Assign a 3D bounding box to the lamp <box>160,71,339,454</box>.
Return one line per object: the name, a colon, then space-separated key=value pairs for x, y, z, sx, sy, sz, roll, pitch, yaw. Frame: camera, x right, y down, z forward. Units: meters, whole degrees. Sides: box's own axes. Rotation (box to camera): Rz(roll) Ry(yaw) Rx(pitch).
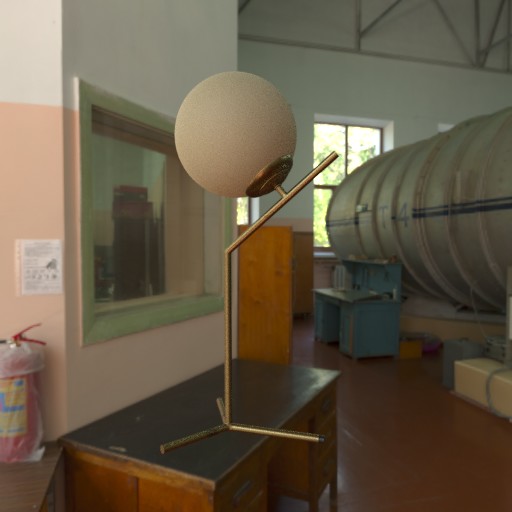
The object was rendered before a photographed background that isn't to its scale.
lamp: x=0.000 y=0.000 z=0.677 sx=0.251 sy=0.552 sz=0.210 roll=1 pitch=2 yaw=19
